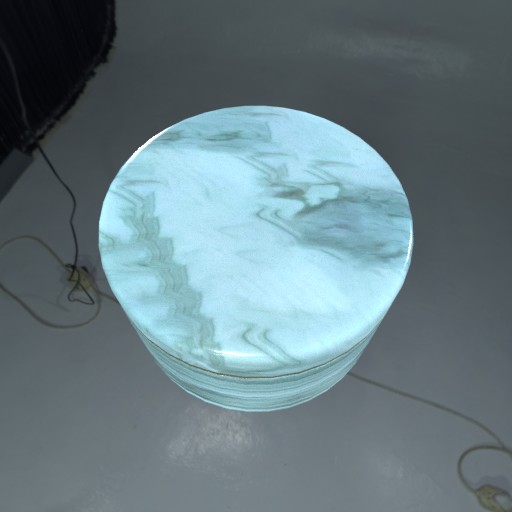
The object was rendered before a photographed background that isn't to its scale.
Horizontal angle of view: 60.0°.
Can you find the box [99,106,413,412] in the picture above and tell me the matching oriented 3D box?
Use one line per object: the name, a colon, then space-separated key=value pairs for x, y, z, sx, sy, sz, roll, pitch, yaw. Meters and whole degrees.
box: x=0.000 y=0.000 z=0.167 sx=0.101 sy=0.063 sz=0.101 roll=0 pitch=59 yaw=0
